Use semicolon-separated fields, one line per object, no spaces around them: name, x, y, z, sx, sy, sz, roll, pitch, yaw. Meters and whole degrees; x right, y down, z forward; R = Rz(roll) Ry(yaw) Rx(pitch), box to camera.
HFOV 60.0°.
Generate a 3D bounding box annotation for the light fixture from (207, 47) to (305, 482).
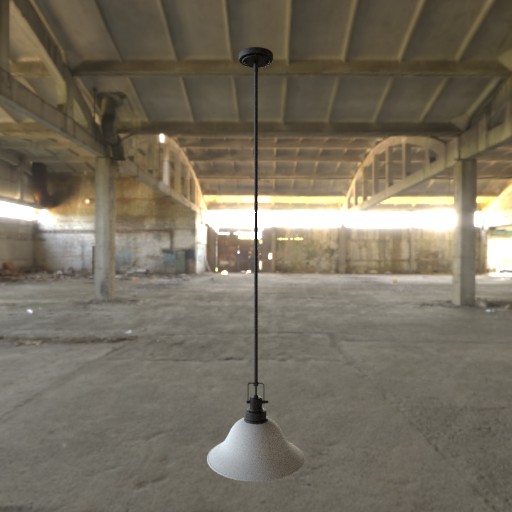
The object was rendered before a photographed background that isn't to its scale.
light fixture;0.000;0.000;1.473;0.324;1.337;0.324;0;0;1
